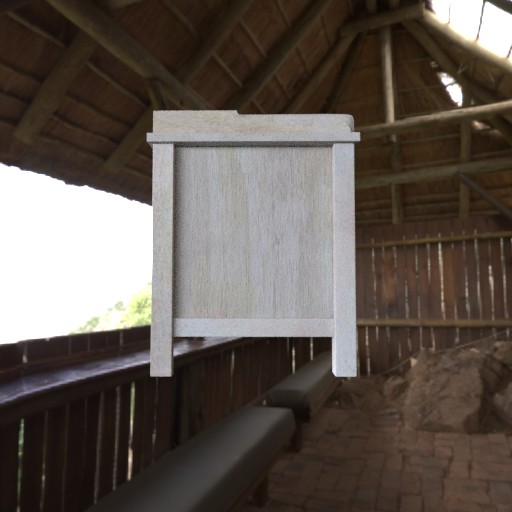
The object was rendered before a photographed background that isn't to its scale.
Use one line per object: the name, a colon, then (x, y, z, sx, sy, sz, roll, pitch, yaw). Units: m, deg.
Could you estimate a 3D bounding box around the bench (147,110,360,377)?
bench: (0.000, 0.000, 1.387, 0.398, 0.501, 1.140, 0, -3, 0)
